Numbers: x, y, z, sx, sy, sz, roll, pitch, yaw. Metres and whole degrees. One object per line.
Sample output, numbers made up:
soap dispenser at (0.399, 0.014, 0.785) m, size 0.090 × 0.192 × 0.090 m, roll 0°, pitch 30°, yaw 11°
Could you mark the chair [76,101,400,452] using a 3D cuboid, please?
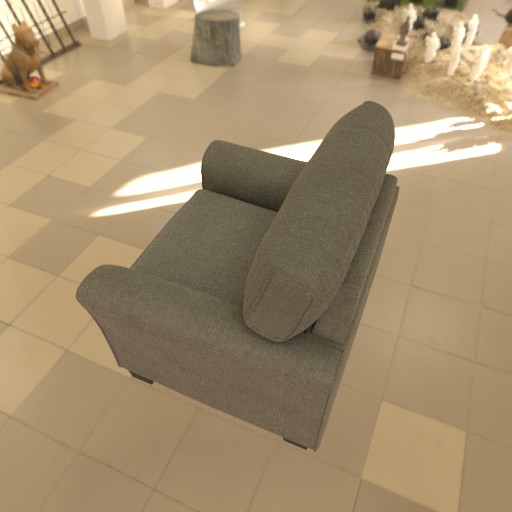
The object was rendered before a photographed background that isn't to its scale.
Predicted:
chair at (0.000, 0.000, 1.587) m, size 0.816 × 0.890 × 0.941 m, roll 17°, pitch 48°, yaw 16°
